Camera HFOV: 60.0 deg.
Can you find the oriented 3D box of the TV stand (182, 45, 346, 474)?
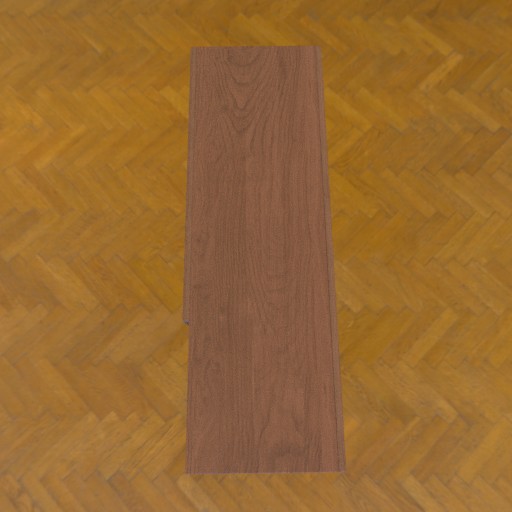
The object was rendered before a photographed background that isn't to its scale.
[{"bbox_3d":[0.000,0.000,1.446,0.415,0.500,1.200,-1,75,0],"label":"TV stand"}]
